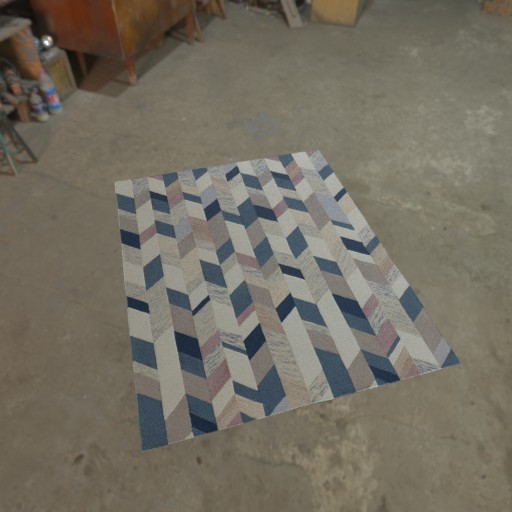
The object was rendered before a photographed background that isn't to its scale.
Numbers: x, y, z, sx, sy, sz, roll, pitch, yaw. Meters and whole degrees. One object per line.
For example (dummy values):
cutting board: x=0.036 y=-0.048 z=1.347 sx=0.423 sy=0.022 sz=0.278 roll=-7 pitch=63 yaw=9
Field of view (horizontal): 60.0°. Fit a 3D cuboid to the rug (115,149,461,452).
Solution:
rug: x=0.000 y=0.000 z=4.191 sx=2.451 sy=0.011 sz=3.072 roll=-11 pitch=47 yaw=-11
